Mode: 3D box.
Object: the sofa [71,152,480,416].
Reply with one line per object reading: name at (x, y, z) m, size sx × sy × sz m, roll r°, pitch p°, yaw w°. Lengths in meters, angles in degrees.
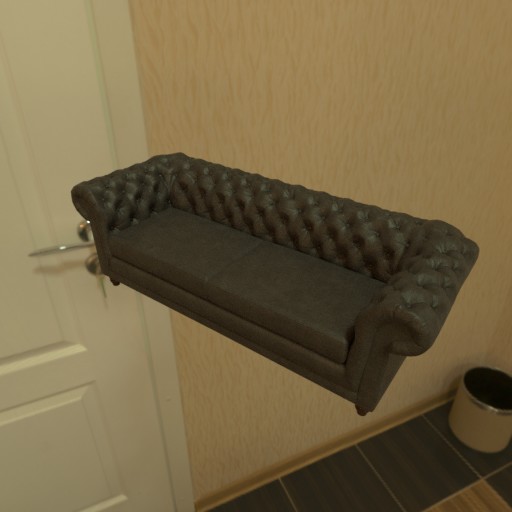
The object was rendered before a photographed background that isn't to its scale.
sofa at (0.000, 0.000, 2.794) m, size 2.385 × 0.783 × 0.944 m, roll 21°, pitch 37°, yaw 30°
